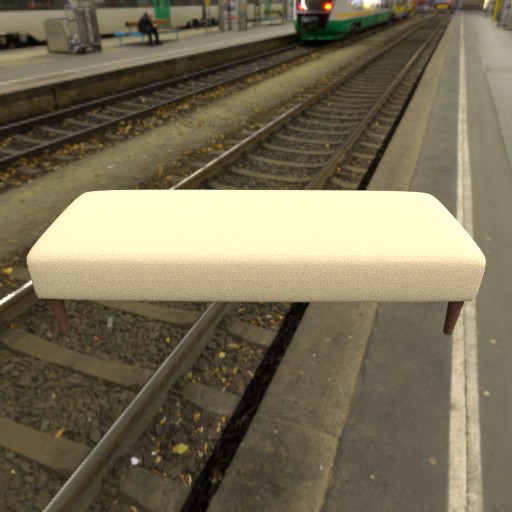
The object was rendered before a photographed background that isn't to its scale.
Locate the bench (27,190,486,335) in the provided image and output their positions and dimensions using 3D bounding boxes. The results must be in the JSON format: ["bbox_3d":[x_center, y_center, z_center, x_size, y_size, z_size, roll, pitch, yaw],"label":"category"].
[{"bbox_3d":[0.000,0.000,1.870,1.609,0.393,0.646,0,30,1],"label":"bench"}]
